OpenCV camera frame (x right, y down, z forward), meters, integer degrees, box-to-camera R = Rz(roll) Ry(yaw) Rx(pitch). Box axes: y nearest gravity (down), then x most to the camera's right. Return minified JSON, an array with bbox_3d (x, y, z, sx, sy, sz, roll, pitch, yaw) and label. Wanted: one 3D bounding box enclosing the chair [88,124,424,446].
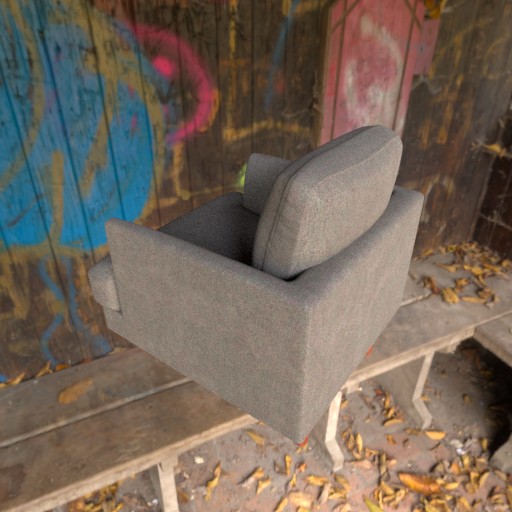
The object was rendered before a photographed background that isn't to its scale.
[{"bbox_3d":[0.000,0.000,1.629,0.899,0.957,0.858,21,38,30],"label":"chair"}]
